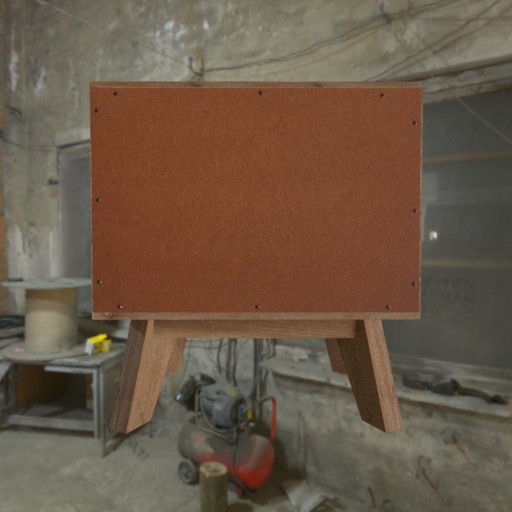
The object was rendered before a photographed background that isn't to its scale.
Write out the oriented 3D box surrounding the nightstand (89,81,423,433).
[{"bbox_3d":[0.000,0.000,0.939,0.552,0.589,0.396,0,2,0],"label":"nightstand"}]
